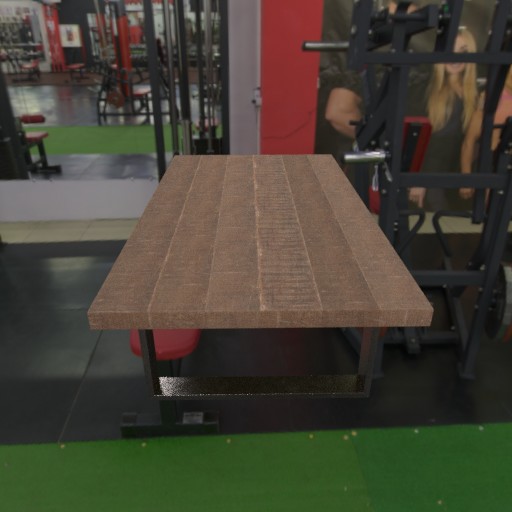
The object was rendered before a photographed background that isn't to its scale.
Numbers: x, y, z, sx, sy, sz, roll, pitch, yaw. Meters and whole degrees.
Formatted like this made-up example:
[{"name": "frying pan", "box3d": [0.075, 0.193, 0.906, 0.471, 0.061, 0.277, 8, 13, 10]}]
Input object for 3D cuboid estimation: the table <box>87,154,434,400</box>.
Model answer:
[{"name": "table", "box3d": [0.000, 0.000, 1.743, 0.800, 0.440, 1.400, 0, 27, -1]}]
